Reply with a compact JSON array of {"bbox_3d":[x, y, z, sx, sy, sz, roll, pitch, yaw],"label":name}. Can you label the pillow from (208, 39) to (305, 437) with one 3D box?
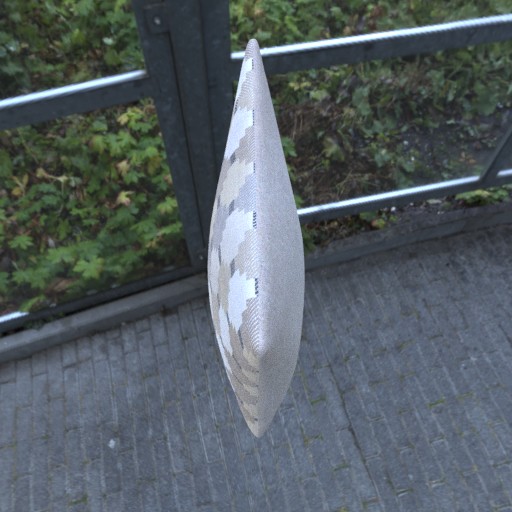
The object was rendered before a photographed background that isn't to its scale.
[{"bbox_3d":[0.000,0.000,0.863,0.192,0.558,0.578,-1,59,-1],"label":"pillow"}]
